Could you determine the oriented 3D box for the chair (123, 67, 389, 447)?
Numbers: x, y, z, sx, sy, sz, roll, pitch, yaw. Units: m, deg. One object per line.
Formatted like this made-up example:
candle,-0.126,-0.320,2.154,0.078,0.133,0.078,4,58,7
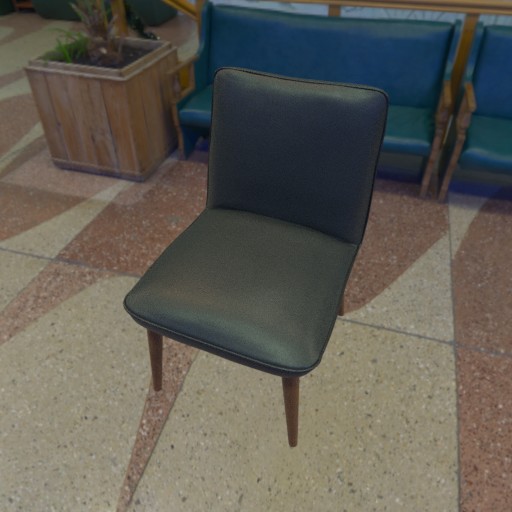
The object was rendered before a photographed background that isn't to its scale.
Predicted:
chair,0.000,0.000,1.220,0.543,0.801,0.645,12,42,14
